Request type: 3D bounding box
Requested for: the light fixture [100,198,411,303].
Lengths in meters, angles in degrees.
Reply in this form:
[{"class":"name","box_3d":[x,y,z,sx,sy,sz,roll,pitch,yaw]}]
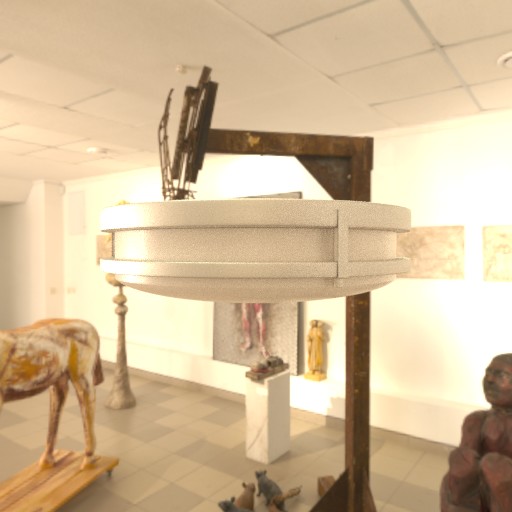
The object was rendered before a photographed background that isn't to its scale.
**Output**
[{"class":"light fixture","box_3d":[0.000,0.000,0.536,0.356,0.102,0.356,0,1,0]}]
